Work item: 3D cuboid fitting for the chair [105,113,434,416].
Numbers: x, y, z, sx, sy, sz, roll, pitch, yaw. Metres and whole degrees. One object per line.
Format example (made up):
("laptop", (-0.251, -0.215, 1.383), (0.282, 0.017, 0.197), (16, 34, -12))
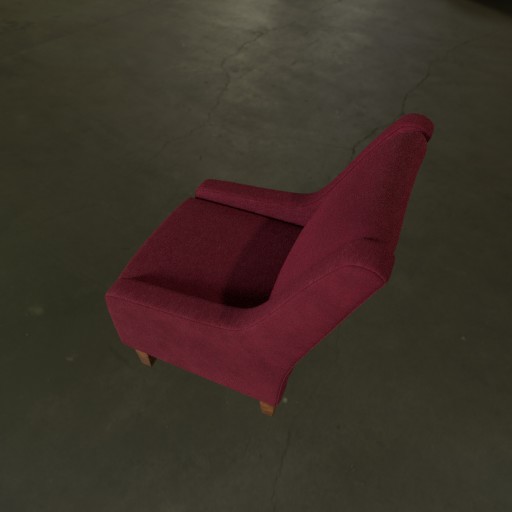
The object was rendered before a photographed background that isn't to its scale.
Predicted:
("chair", (0.000, 0.000, 1.720), (0.985, 1.017, 0.793), (17, 48, 16))
